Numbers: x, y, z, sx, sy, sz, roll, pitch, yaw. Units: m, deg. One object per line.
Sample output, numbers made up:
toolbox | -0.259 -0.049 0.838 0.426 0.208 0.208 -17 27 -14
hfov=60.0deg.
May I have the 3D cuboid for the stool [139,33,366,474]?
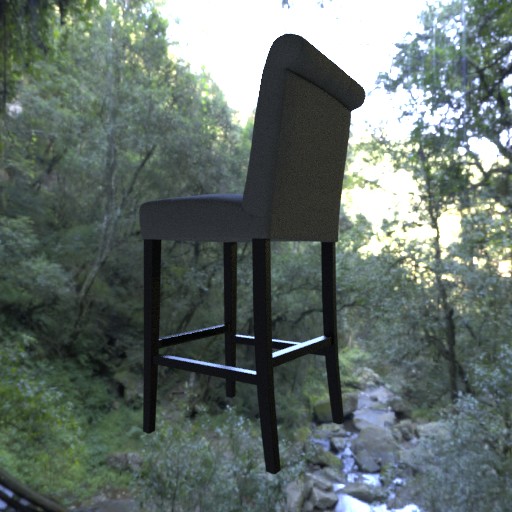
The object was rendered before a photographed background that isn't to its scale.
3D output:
stool | 0.000 0.000 1.448 0.601 1.140 0.493 0 0 35
